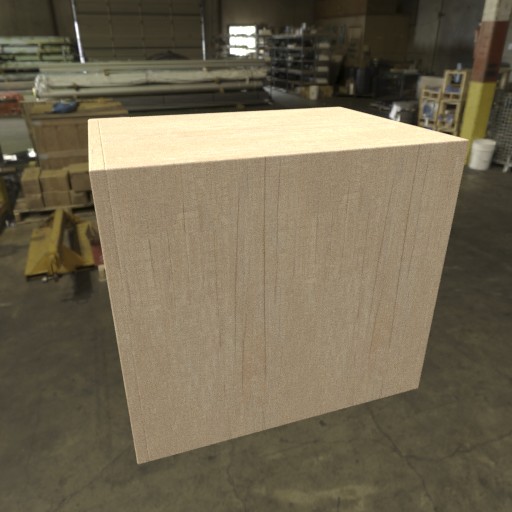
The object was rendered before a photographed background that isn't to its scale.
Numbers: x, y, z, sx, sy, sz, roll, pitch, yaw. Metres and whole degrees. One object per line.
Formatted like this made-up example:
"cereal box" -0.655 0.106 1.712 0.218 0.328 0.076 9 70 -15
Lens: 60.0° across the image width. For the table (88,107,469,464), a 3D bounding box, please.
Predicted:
"table" 0.000 0.000 0.906 0.570 0.510 0.420 -9 27 -17
